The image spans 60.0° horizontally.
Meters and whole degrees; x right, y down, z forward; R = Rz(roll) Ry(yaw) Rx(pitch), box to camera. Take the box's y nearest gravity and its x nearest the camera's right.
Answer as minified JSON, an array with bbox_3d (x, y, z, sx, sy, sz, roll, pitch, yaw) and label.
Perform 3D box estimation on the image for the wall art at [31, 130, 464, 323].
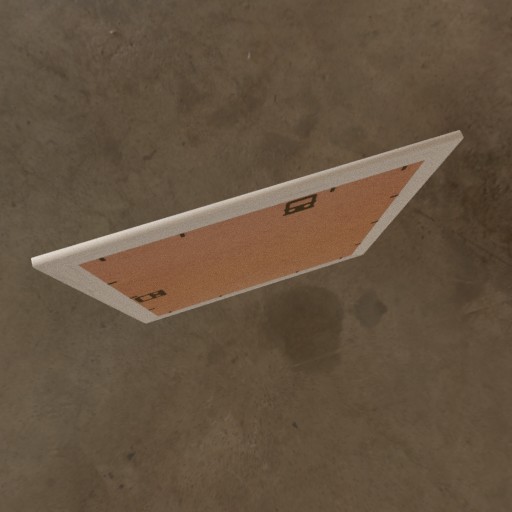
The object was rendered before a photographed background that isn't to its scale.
[{"bbox_3d":[0.000,0.000,0.853,0.584,0.584,0.013,-17,75,-5],"label":"wall art"}]
